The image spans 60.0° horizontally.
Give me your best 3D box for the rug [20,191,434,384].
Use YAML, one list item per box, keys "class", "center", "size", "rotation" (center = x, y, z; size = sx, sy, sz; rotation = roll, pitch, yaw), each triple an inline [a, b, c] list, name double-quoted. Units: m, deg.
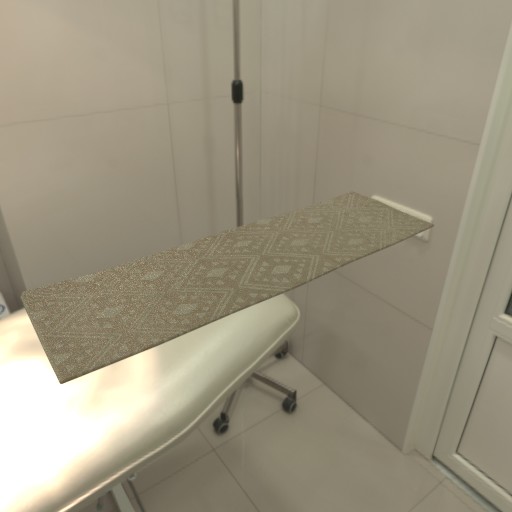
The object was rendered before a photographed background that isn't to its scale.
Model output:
- class: "rug"
  center: [0.000, 0.000, 2.636]
  size: [2.452, 0.051, 0.752]
  rotation: [-20, 36, -31]
